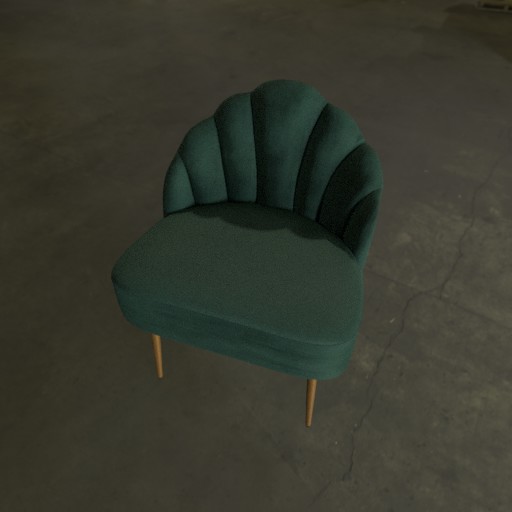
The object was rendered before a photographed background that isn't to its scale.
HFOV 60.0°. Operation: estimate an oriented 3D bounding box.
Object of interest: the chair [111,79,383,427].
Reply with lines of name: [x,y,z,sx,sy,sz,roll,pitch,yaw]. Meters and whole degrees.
chair: [0.000,0.000,1.289,0.657,0.819,0.599,13,43,15]
